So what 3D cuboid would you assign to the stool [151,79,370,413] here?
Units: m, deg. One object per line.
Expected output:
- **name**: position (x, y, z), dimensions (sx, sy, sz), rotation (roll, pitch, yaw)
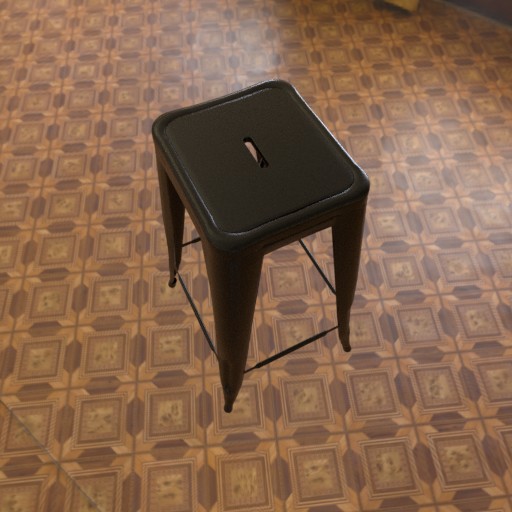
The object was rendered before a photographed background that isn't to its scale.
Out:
- **stool**: position (0.000, 0.000, 0.929), dimensions (0.423, 0.609, 0.455), rotation (-33, 64, -19)
